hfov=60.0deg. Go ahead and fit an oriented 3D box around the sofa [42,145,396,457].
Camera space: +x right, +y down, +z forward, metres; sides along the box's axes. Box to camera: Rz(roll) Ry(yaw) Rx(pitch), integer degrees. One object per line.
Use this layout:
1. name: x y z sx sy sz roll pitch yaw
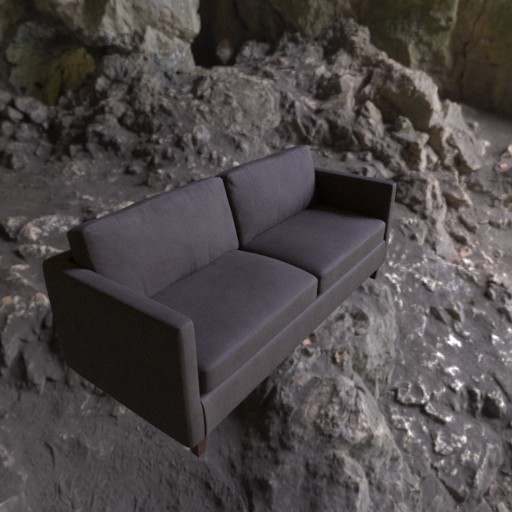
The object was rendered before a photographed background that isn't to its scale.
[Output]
1. sofa: 0.000 0.000 2.745 0.951 0.965 2.208 19 32 32
